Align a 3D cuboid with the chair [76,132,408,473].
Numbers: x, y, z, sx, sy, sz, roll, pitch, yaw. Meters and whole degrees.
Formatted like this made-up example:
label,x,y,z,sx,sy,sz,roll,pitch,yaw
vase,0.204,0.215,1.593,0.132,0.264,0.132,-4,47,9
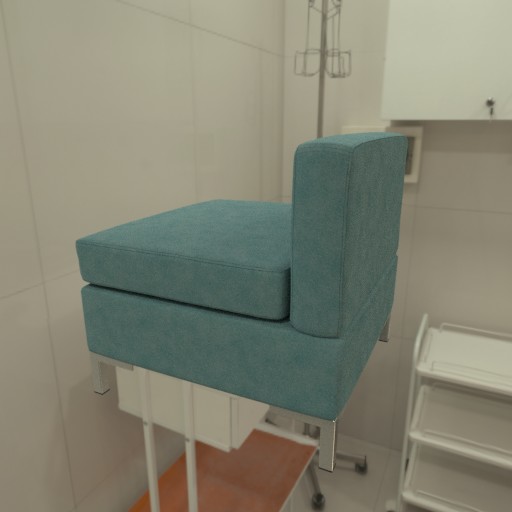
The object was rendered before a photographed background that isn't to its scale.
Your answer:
label,x,y,z,sx,sy,sz,roll,pitch,yaw
chair,0.000,0.000,1.226,0.685,0.660,0.684,8,18,25
